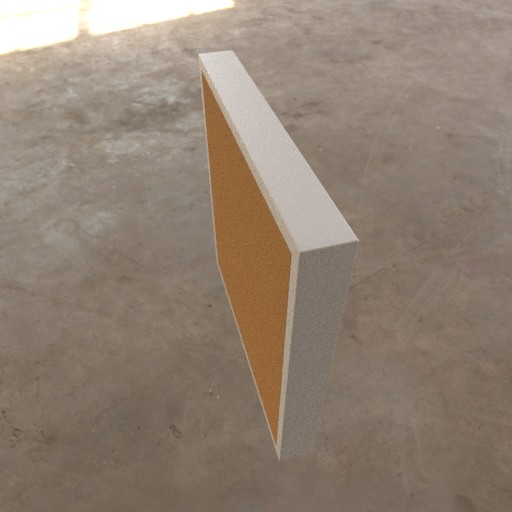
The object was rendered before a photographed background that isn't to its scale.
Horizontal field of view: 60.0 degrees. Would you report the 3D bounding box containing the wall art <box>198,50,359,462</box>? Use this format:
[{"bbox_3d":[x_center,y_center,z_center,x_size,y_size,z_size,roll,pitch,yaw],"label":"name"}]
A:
[{"bbox_3d":[0.000,0.000,0.463,0.037,0.305,0.305,-11,46,-11],"label":"wall art"}]
